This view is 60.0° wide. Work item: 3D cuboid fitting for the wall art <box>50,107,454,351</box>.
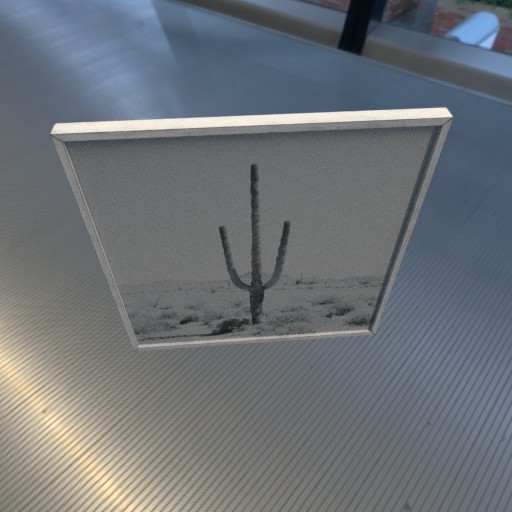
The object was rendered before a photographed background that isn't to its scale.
[{"bbox_3d":[0.000,0.000,1.126,0.762,0.762,0.038,-3,47,-3],"label":"wall art"}]
